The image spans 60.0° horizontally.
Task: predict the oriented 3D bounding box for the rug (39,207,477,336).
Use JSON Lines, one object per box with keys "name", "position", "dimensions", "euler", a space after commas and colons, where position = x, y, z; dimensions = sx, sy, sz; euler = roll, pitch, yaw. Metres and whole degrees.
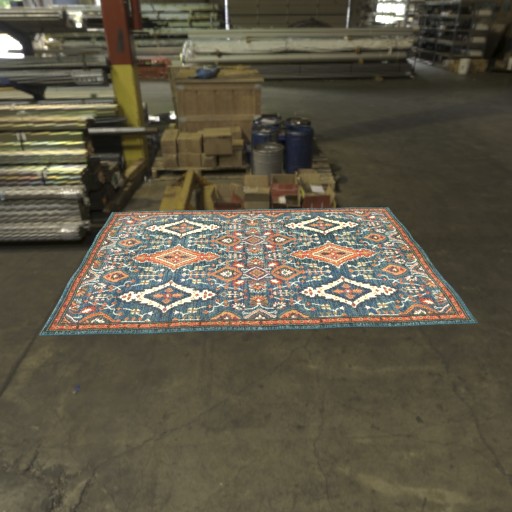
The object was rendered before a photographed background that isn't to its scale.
{"name": "rug", "position": [0.000, 0.000, 3.067], "dimensions": [2.373, 0.009, 1.622], "euler": [-1, 29, -2]}
